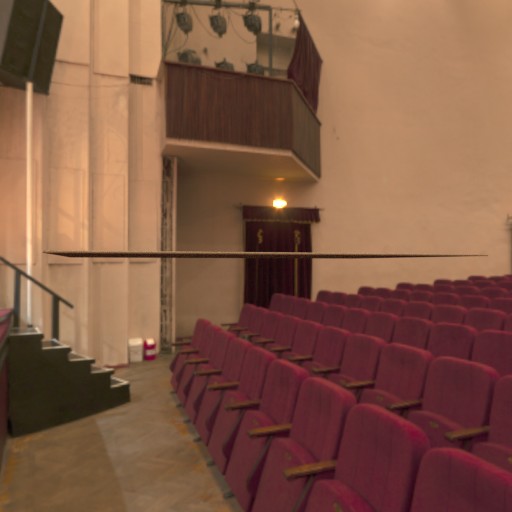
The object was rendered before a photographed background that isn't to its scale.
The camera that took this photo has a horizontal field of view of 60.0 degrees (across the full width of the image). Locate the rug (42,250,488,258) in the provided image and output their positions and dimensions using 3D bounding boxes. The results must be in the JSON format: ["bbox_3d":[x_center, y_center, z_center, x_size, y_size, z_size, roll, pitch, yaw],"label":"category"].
[{"bbox_3d":[0.000,0.000,2.988,2.435,0.011,1.517,0,-1,-19],"label":"rug"}]
